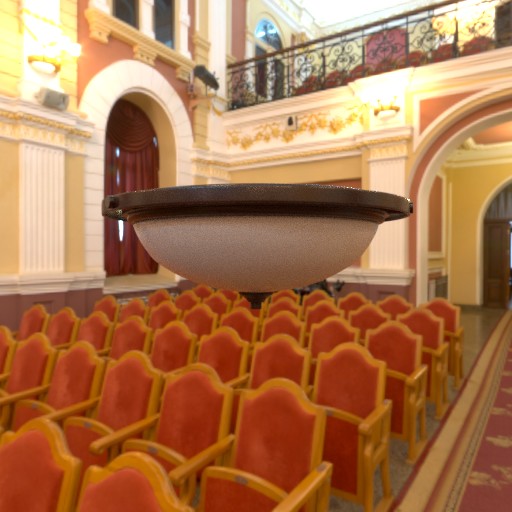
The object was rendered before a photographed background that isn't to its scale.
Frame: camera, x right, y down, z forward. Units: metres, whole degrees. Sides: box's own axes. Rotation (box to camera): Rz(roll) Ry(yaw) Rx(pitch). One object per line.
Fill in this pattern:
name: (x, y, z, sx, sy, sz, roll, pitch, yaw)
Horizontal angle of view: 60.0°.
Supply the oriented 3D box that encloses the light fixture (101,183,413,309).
light fixture: (0.000, 0.000, 0.548, 0.361, 0.130, 0.361, 0, 0, 0)
